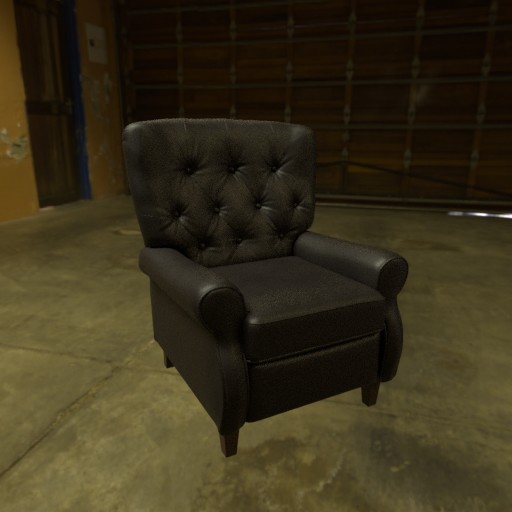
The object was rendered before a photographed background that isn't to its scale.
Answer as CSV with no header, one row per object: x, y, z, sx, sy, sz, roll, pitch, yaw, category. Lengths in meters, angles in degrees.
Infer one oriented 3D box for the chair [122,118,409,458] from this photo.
0.000,0.000,1.911,0.948,1.158,1.058,-8,17,-27,chair
